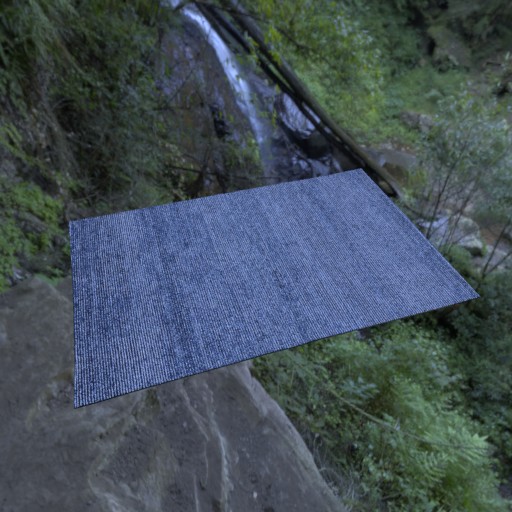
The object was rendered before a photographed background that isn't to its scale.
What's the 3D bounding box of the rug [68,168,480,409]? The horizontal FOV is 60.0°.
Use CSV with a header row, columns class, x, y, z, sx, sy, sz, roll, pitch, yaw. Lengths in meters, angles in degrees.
class,x,y,z,sx,sy,sz,roll,pitch,yaw
rug,0.000,0.000,2.226,1.793,0.025,1.159,-12,44,-13
